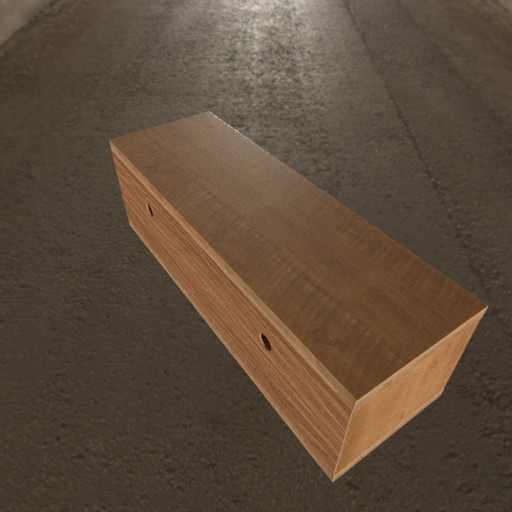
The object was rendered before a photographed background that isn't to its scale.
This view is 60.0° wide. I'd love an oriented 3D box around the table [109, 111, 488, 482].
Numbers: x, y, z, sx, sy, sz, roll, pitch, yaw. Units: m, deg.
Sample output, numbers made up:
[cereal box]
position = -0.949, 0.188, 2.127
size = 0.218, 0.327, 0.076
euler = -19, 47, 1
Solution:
[table]
position = 0.000, 0.000, 1.722
size = 0.499, 0.491, 1.499
euler = -25, 48, -25
